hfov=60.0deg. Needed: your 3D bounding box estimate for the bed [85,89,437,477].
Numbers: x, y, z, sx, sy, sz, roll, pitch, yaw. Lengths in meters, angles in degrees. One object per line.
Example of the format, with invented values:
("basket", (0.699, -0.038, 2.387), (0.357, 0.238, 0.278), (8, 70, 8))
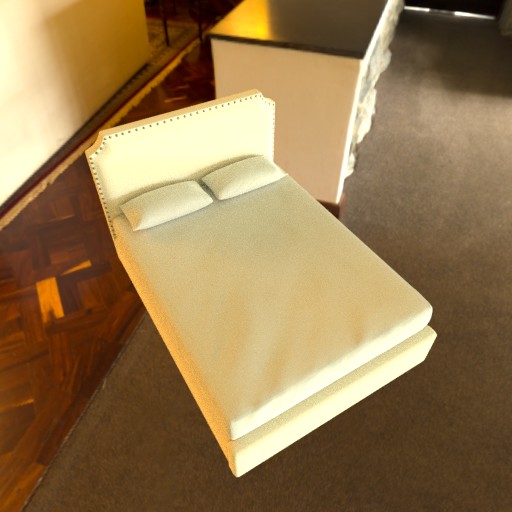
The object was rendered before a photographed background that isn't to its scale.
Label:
("bed", (0.000, 0.000, 3.434), (1.703, 1.415, 2.329), (-23, 50, -21))
